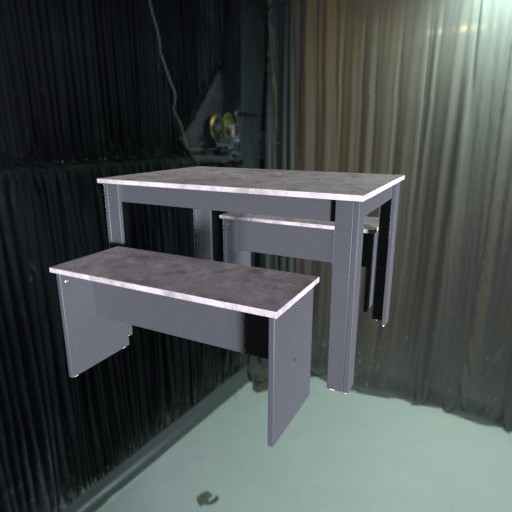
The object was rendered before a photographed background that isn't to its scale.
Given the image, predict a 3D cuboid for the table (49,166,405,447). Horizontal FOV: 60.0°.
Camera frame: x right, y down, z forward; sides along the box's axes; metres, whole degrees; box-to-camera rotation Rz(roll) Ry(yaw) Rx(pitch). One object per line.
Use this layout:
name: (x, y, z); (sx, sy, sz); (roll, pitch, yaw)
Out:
table: (0.000, 0.000, 1.979); (1.100, 0.700, 1.443); (8, 18, 26)
